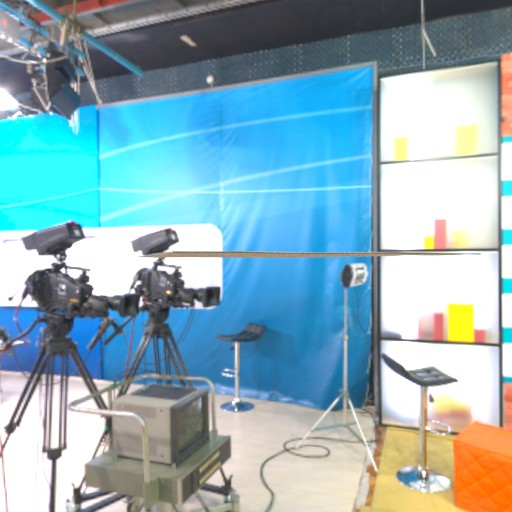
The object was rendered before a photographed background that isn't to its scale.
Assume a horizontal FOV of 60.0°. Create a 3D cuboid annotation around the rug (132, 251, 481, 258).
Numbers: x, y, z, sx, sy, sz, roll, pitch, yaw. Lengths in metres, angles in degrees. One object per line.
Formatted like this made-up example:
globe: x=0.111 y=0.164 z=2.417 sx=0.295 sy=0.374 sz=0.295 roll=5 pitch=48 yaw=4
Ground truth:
rug: x=0.000 y=0.000 z=3.108 sx=1.527 sy=0.016 sz=2.442 roll=0 pitch=-1 yaw=-19
